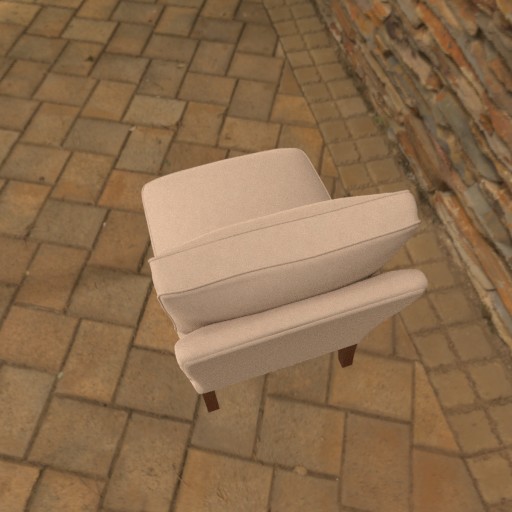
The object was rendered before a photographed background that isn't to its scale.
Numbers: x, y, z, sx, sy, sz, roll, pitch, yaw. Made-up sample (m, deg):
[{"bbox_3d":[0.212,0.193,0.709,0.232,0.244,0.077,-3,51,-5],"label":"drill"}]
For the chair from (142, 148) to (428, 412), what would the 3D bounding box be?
[{"bbox_3d":[0.000,0.000,1.662,0.724,1.052,0.912,-16,60,-9],"label":"chair"}]
